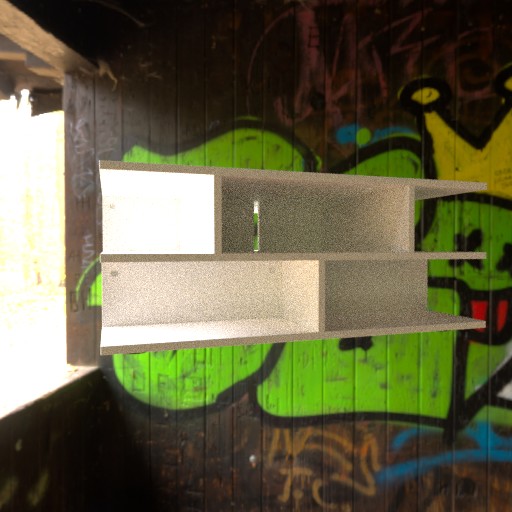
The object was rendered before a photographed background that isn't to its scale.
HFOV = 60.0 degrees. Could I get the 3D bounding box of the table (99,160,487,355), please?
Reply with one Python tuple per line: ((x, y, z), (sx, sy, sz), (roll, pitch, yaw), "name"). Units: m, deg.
((0.000, 0.000, 1.073), (0.700, 0.289, 0.700), (0, 1, -18), "table")
